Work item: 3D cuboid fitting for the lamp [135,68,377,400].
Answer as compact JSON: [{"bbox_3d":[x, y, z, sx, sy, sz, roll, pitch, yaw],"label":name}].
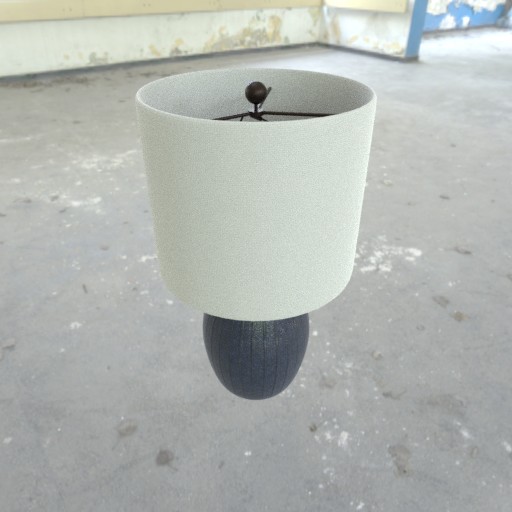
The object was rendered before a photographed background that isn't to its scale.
[{"bbox_3d":[0.000,0.000,0.762,0.329,0.570,0.329,-21,38,-30],"label":"lamp"}]
